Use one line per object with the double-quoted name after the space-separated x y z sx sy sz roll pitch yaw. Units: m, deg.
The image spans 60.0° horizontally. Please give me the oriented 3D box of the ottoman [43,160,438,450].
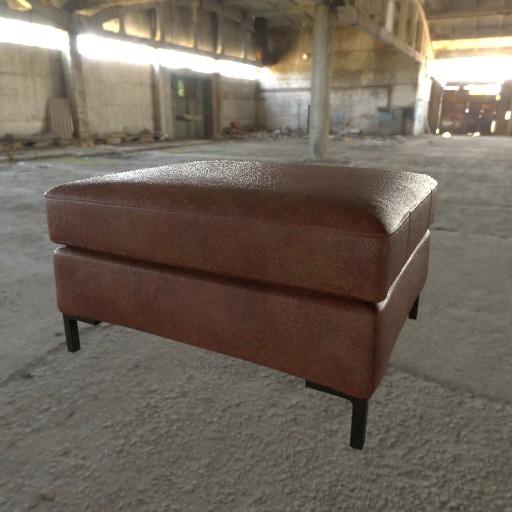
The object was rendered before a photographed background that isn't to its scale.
0.000 0.000 1.732 1.186 0.667 0.965 9 20 26 "ottoman"
